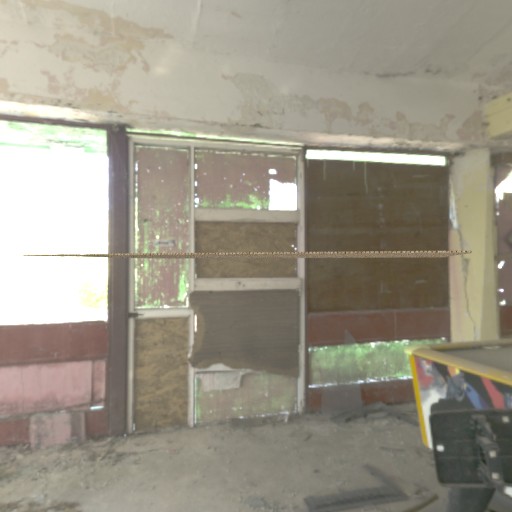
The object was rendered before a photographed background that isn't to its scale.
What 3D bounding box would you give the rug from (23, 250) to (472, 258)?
[{"bbox_3d":[0.000,0.000,2.969,2.439,0.011,1.533,0,-1,19],"label":"rug"}]
